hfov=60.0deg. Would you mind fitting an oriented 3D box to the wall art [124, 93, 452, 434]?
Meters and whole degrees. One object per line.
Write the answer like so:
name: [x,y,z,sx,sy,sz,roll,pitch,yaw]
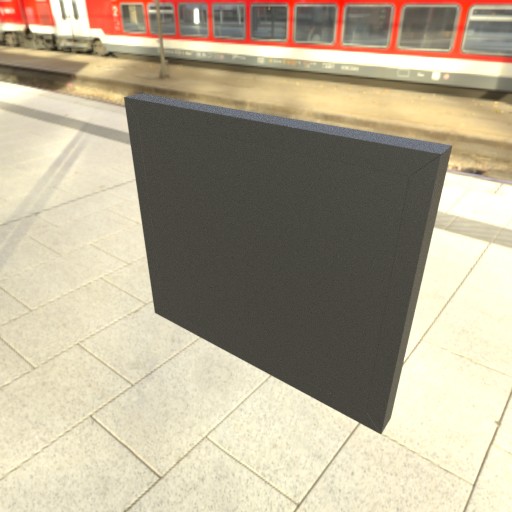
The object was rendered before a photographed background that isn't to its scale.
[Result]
wall art: [0.000,0.000,0.536,0.381,0.330,0.029,21,36,31]
